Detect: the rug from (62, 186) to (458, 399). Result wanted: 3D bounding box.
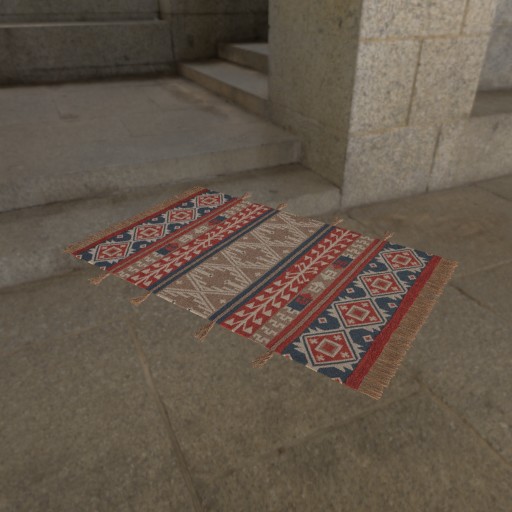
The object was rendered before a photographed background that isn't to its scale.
[{"bbox_3d":[0.000,0.000,3.169,2.450,0.048,1.778,20,36,29],"label":"rug"}]
